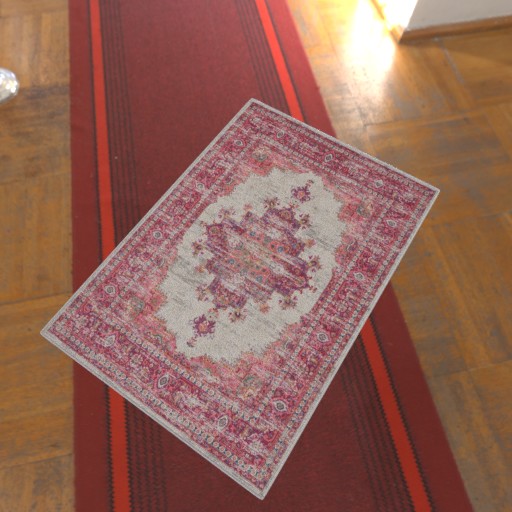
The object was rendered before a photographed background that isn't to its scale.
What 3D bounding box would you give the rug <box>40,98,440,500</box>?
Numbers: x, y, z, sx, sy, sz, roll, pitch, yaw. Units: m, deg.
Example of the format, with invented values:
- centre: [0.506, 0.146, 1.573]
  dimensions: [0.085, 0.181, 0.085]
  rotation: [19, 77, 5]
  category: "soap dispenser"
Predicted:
- centre: [0.000, 0.000, 2.805]
  dimensions: [1.555, 0.011, 2.232]
  rotation: [31, 68, 14]
  category: "rug"
